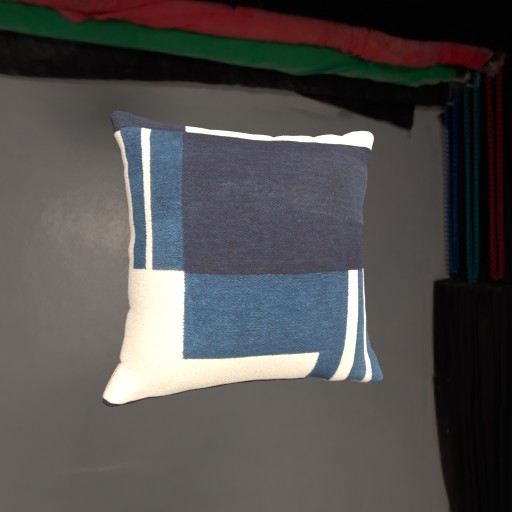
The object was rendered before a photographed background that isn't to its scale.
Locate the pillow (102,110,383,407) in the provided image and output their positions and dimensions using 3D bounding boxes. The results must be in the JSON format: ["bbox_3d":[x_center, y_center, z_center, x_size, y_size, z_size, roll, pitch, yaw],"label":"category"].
[{"bbox_3d":[0.000,0.000,0.822,0.536,0.506,0.229,0,-1,-18],"label":"pillow"}]
